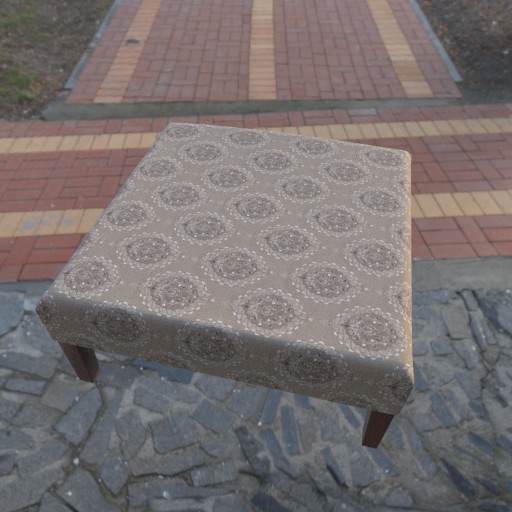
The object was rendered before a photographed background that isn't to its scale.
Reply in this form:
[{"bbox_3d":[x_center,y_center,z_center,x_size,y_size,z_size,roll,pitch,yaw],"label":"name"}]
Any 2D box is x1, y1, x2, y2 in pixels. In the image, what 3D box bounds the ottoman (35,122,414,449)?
[{"bbox_3d":[0.000,0.000,1.398,0.890,0.411,0.889,10,47,9],"label":"ottoman"}]
